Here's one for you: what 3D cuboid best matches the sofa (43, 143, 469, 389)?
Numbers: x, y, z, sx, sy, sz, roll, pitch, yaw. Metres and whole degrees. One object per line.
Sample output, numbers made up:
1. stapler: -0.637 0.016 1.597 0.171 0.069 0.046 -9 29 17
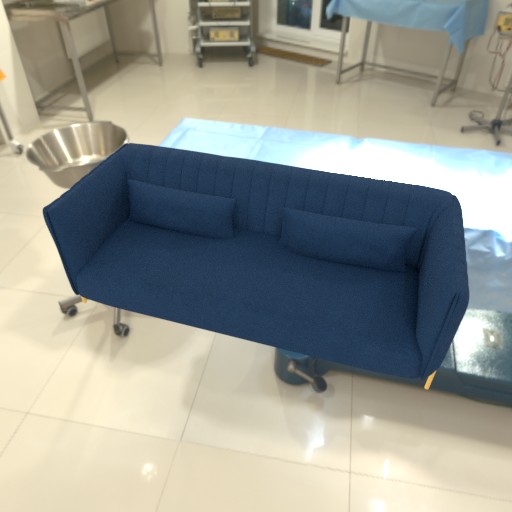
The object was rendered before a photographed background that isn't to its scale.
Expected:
1. sofa: 0.000 0.000 2.566 2.136 0.793 0.896 11 41 13
